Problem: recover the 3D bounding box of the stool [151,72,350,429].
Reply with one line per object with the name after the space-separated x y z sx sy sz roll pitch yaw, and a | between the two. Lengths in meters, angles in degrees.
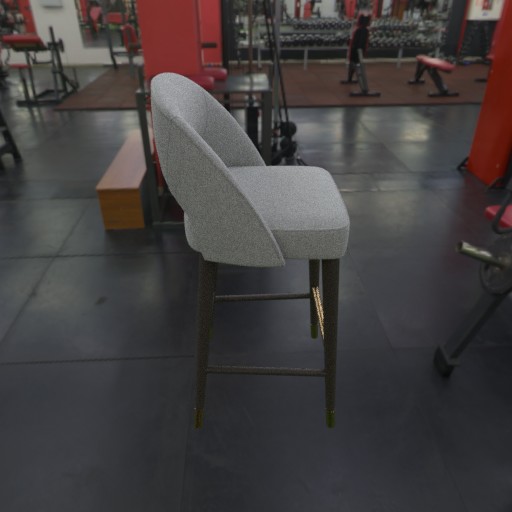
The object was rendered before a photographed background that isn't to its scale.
0.000 0.000 1.359 0.509 1.037 0.494 0 31 -1 | stool
